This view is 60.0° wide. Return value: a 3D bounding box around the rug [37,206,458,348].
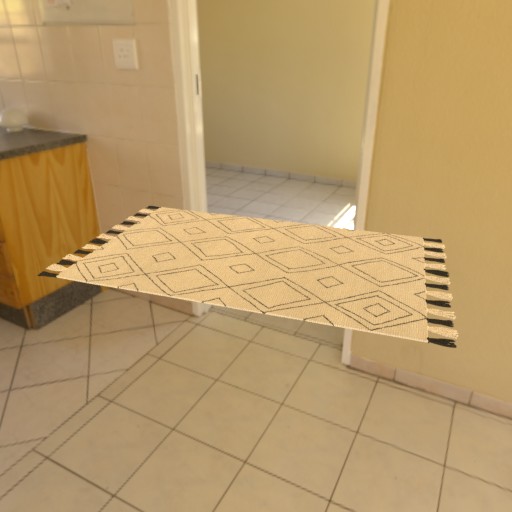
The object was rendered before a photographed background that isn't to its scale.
[{"bbox_3d":[0.000,0.000,3.360,2.755,0.021,1.524,8,27,16],"label":"rug"}]
